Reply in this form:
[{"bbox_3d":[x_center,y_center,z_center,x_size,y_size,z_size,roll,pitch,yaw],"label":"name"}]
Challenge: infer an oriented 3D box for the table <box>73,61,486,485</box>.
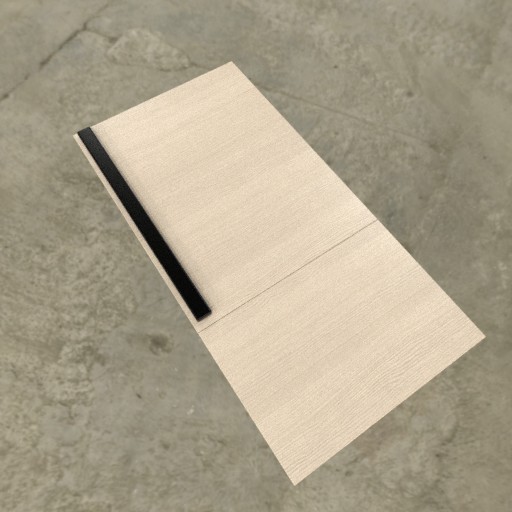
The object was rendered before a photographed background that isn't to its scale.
[{"bbox_3d":[0.000,0.000,0.778,0.322,0.242,0.644,-31,68,-14],"label":"table"}]
